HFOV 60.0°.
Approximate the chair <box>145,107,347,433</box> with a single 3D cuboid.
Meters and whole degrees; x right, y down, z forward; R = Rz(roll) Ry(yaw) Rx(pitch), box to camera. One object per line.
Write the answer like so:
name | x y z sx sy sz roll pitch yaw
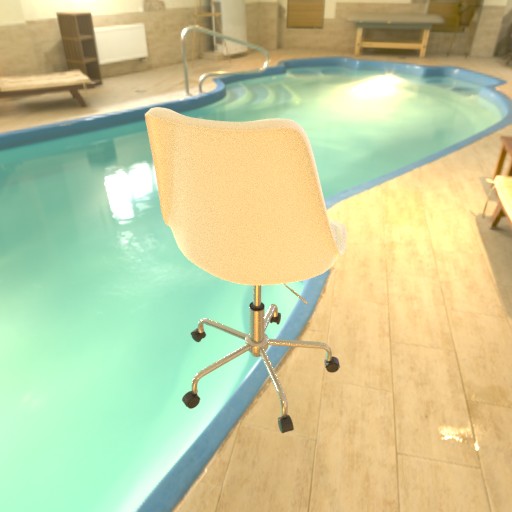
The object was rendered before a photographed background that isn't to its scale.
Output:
chair | 0.000 0.000 1.271 0.550 0.930 0.550 10 34 15
